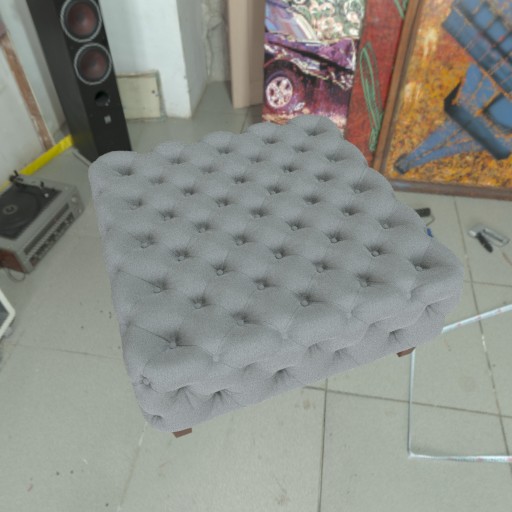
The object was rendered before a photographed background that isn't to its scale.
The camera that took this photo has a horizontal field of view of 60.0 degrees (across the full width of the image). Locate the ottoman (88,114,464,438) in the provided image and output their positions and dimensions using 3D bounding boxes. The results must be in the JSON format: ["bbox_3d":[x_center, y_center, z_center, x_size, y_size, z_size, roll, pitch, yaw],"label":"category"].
[{"bbox_3d":[0.000,0.000,1.446,0.917,0.439,0.911,-15,50,-14],"label":"ottoman"}]
